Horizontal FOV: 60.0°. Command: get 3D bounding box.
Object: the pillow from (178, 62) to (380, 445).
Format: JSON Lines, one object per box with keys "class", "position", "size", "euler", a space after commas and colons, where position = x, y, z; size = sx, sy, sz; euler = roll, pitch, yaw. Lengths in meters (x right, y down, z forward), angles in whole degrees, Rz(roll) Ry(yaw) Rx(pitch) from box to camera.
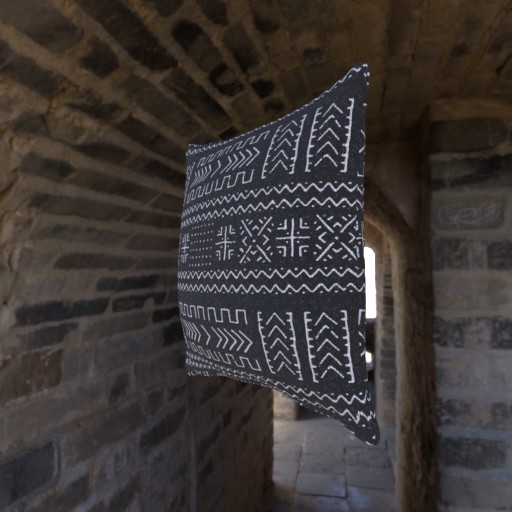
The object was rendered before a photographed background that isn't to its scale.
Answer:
{"class": "pillow", "position": [0.000, 0.000, 0.655], "size": [0.164, 0.430, 0.438], "euler": [1, -3, -36]}
